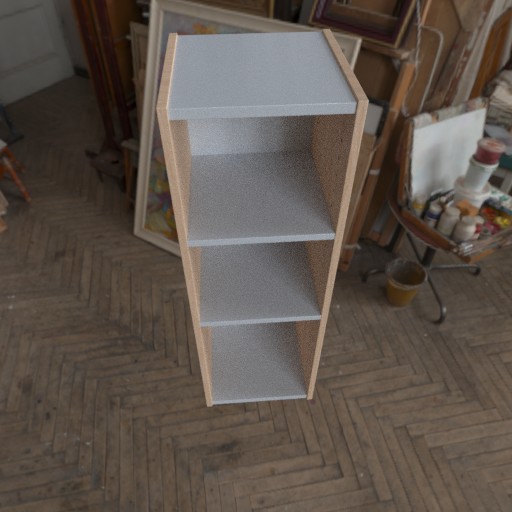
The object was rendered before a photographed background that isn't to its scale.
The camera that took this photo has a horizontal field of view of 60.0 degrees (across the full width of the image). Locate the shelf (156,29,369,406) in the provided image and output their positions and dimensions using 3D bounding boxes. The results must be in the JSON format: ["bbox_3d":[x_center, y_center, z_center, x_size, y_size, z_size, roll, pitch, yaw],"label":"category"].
[{"bbox_3d":[0.000,0.000,1.044,0.300,0.900,0.290,-3,46,-3],"label":"shelf"}]
